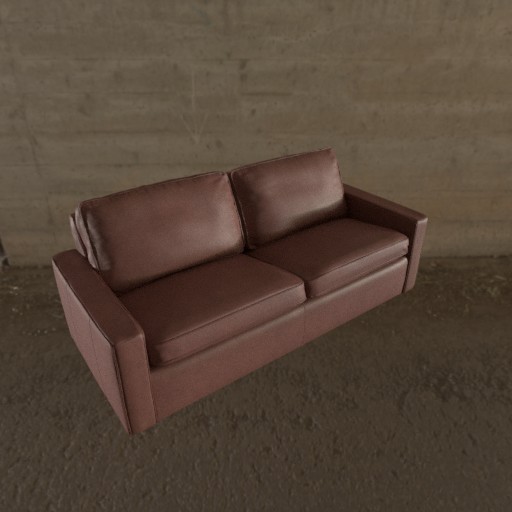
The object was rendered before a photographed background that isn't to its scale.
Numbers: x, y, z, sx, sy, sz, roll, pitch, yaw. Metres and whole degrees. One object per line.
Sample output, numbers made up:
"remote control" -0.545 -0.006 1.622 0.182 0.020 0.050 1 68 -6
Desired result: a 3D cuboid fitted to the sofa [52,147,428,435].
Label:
"sofa" 0.000 0.000 2.623 2.080 0.919 0.940 -20 35 -31
